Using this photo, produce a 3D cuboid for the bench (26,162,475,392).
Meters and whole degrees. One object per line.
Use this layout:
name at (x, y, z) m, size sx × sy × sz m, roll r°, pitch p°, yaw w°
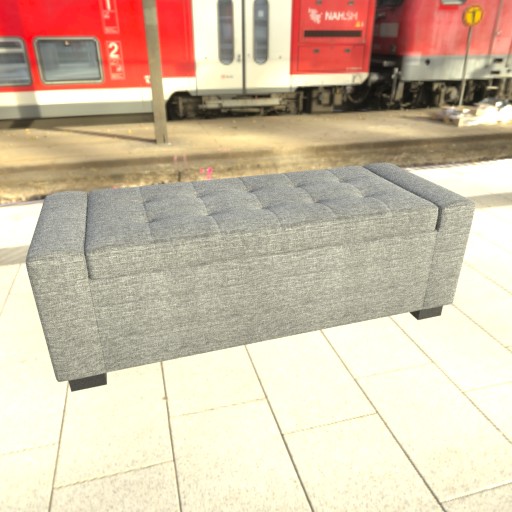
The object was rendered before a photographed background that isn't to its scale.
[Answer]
bench at (0.000, 0.000, 1.510) m, size 1.296 × 0.445 × 0.508 m, roll -8°, pitch 28°, yaw -16°
